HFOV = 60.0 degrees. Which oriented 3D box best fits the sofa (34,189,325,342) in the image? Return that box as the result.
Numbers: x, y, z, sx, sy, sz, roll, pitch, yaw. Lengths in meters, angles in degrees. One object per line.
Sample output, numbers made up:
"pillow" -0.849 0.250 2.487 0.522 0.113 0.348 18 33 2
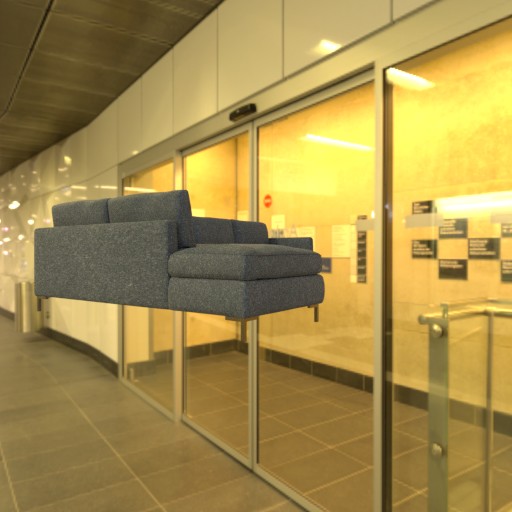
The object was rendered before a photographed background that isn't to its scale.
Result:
"sofa" 0.000 0.000 3.878 2.007 0.815 2.949 0 0 36
